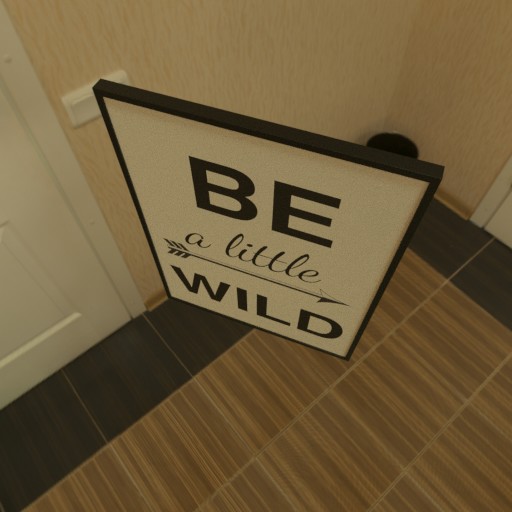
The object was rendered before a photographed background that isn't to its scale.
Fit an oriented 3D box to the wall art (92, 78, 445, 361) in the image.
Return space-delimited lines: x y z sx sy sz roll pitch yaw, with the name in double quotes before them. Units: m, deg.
"wall art" 0.000 0.000 1.414 0.806 1.062 0.038 18 59 11
